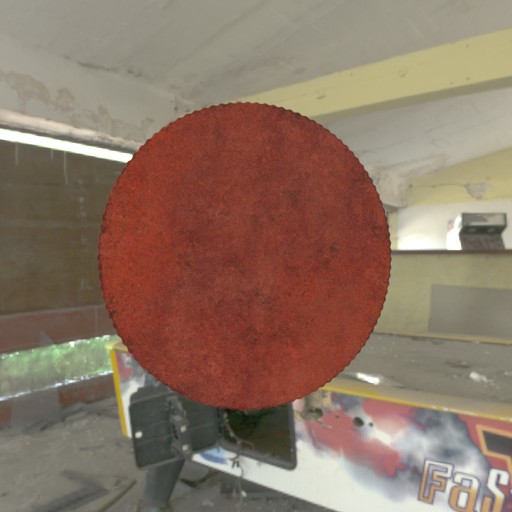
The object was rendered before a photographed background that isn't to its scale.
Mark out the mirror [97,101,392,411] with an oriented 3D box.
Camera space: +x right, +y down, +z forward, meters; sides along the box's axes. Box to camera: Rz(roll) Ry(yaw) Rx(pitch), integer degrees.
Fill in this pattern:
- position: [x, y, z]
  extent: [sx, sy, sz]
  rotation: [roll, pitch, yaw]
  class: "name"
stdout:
- position: [0.000, 0.000, 0.902]
  extent: [0.609, 0.609, 0.056]
  rotation: [0, 0, -18]
  class: "mirror"
